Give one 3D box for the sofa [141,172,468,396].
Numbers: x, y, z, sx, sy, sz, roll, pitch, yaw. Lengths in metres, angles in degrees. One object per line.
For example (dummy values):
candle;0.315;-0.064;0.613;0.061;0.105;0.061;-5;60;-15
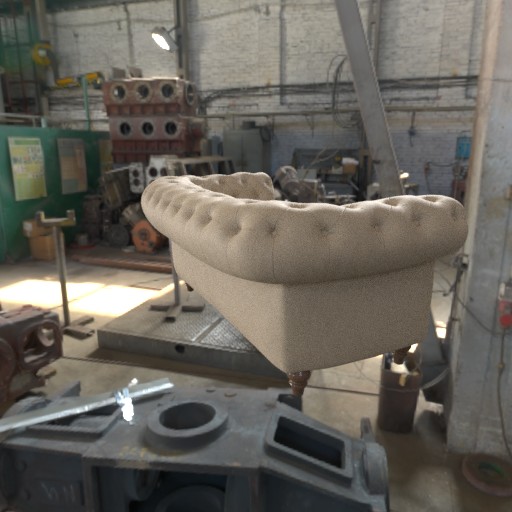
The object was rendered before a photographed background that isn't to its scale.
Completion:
sofa;0.000;0.000;2.538;1.069;0.835;1.988;-7;16;-25
